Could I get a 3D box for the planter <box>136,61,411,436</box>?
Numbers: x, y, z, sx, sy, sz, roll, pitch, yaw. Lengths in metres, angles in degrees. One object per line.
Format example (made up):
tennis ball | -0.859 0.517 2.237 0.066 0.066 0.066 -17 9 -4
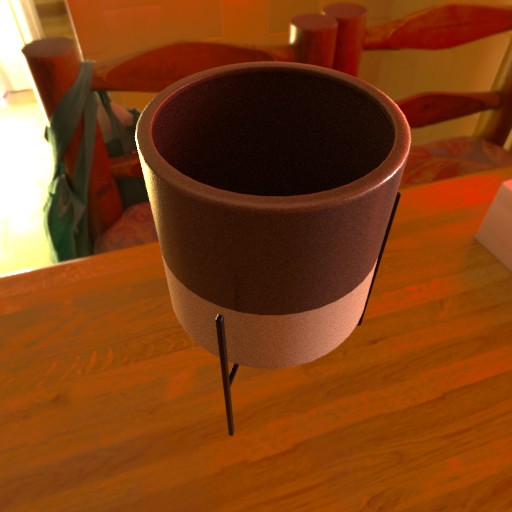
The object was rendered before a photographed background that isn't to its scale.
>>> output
planter | 0.000 0.000 0.510 0.260 0.353 0.250 33 55 27
